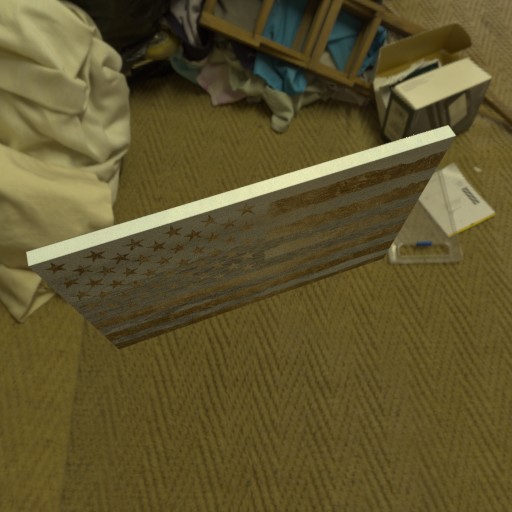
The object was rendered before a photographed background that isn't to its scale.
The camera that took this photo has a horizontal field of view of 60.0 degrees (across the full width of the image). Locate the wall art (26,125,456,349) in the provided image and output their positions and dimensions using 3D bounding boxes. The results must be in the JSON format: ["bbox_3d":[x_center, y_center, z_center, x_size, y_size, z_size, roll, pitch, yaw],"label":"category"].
[{"bbox_3d":[0.000,0.000,1.470,1.145,0.762,0.041,-18,65,-9],"label":"wall art"}]
